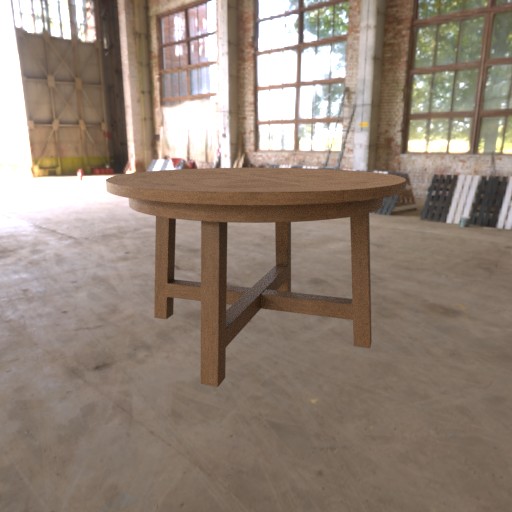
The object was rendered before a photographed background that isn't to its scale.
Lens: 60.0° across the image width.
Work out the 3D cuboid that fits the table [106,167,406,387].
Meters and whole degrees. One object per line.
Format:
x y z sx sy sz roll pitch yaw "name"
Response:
0.000 0.000 2.142 1.319 0.762 1.319 0 15 0 "table"
